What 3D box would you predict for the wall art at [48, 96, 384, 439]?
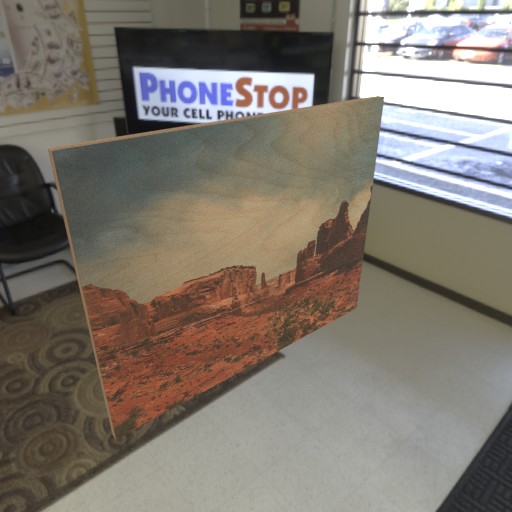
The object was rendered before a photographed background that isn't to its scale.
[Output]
[{"bbox_3d":[0.000,0.000,0.663,0.508,0.406,0.013,-21,35,-33],"label":"wall art"}]
